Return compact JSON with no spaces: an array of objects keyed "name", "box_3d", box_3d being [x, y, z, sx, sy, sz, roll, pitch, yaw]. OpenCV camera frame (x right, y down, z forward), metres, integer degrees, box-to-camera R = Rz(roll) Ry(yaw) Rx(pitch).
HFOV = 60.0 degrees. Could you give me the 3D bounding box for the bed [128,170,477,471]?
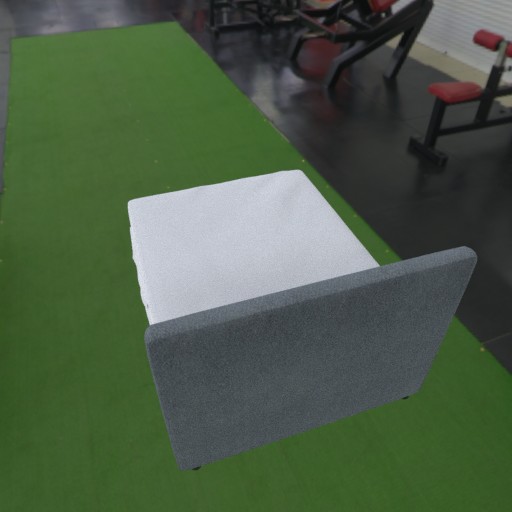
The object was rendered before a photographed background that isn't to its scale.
[{"name":"bed","box_3d":[0.000,0.000,3.163,1.713,1.330,2.142,-13,43,-14]}]
